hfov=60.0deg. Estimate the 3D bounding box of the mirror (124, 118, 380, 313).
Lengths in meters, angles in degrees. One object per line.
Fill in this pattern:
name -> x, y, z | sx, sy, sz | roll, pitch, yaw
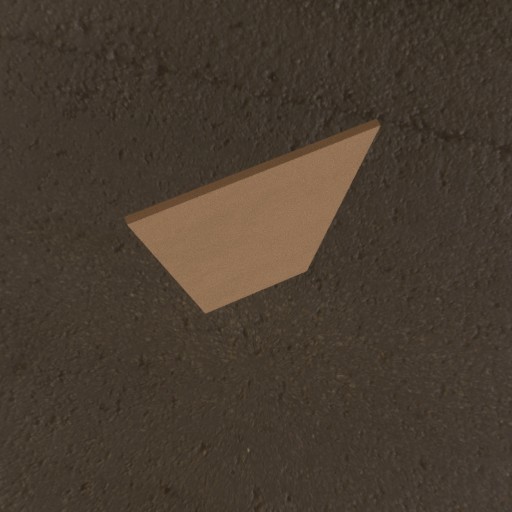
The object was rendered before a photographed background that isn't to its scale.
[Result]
mirror -> 0.000, 0.000, 2.294 | 0.812, 2.031, 0.026 | -22, 77, -6
